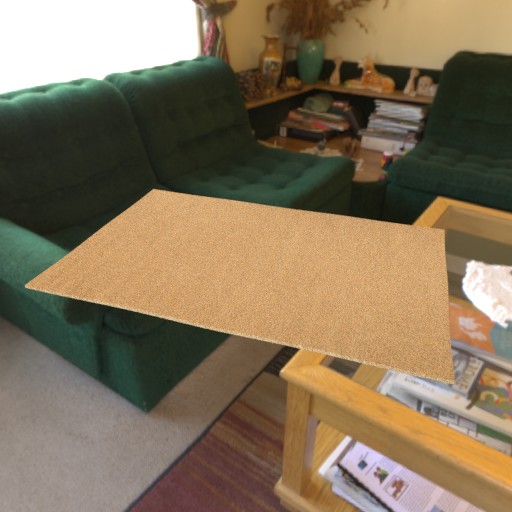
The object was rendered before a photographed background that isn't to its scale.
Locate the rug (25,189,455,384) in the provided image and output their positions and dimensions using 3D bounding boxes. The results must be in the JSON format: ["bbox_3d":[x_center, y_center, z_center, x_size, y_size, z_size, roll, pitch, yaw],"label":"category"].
[{"bbox_3d":[0.000,0.000,2.883,2.346,0.025,1.500,10,33,16],"label":"rug"}]
